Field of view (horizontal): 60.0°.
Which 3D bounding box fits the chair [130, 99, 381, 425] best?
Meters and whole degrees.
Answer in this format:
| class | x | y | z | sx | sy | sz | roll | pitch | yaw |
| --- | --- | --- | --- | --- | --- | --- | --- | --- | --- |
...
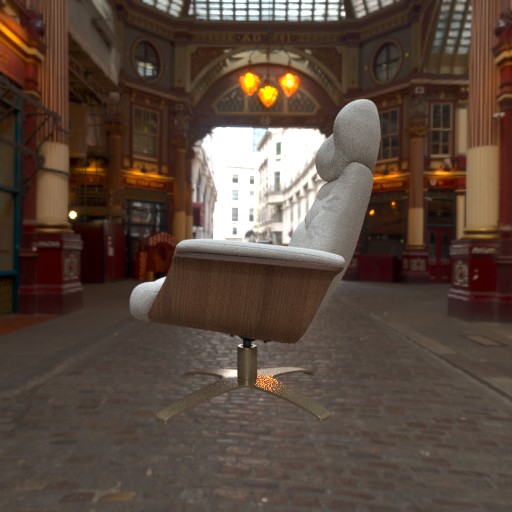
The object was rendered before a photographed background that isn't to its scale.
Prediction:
| class | x | y | z | sx | sy | sz | roll | pitch | yaw |
| --- | --- | --- | --- | --- | --- | --- | --- | --- | --- |
| chair | 0.000 | 0.000 | 1.585 | 0.837 | 0.995 | 0.785 | 0 | 1 | 0 |
